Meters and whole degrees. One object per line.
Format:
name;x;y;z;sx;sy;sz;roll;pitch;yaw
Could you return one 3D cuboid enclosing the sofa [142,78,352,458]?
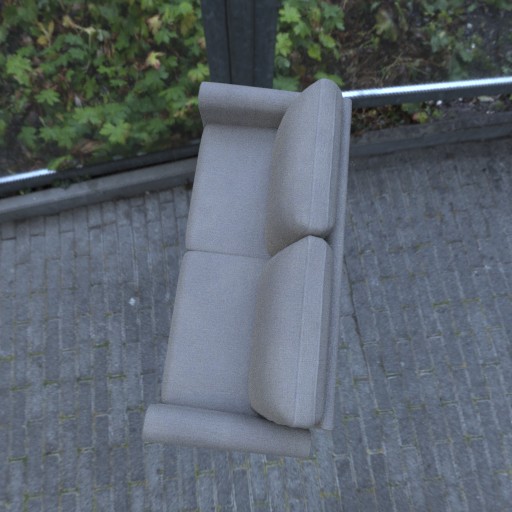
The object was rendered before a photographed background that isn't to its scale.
sofa;0.000;0.000;2.391;0.842;0.942;1.935;6;74;2
